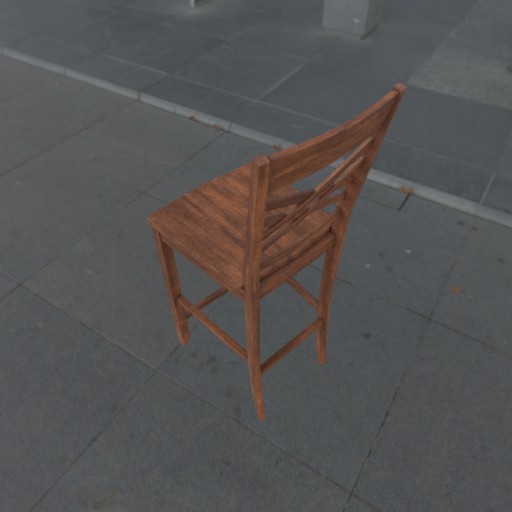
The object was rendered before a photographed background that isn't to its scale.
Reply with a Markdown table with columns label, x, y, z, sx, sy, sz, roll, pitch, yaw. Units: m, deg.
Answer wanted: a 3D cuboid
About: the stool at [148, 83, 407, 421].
| label | x | y | z | sx | sy | sz | roll | pitch | yaw |
| --- | --- | --- | --- | --- | --- | --- | --- | --- | --- |
| stool | 0.000 | 0.000 | 1.346 | 0.426 | 1.098 | 0.504 | -33 | 55 | -28 |
